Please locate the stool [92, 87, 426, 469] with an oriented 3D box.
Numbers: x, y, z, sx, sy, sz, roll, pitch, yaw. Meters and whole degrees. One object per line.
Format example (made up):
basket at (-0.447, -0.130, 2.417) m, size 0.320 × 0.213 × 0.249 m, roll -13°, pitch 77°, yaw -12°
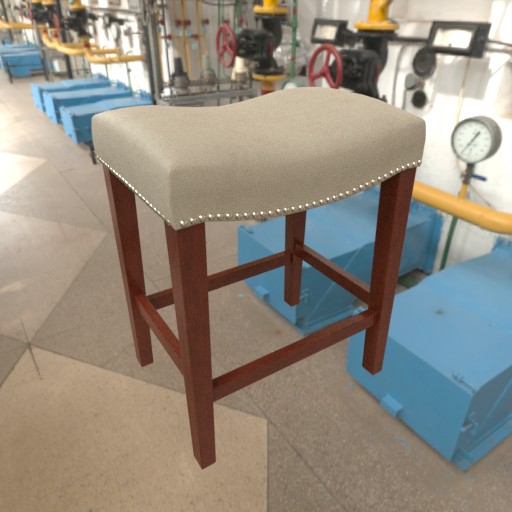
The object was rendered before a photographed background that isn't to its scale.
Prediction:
stool at (0.000, 0.000, 0.947) m, size 0.509 × 0.632 × 0.375 m, roll -18°, pitch 34°, yaw -28°
